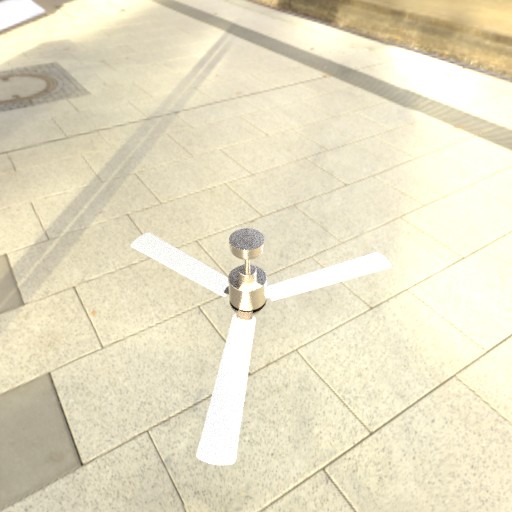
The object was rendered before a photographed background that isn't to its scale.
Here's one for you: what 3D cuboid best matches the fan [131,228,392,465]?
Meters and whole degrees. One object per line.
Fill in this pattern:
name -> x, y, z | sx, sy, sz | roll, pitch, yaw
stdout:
fan -> 0.000, 0.000, 2.385 | 1.531, 0.446, 1.561 | -25, 46, -26
